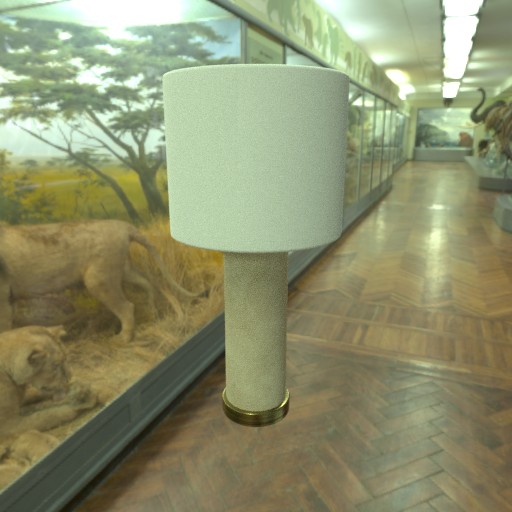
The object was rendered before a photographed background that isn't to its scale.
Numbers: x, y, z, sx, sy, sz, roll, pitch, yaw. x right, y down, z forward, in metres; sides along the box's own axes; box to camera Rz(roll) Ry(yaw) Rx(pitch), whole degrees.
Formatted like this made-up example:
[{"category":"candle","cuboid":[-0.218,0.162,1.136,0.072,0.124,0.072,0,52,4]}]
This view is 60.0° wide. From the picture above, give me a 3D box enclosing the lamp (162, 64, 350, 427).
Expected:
[{"category":"lamp","cuboid":[0.000,0.000,0.817,0.305,0.634,0.305,-2,16,-8]}]
